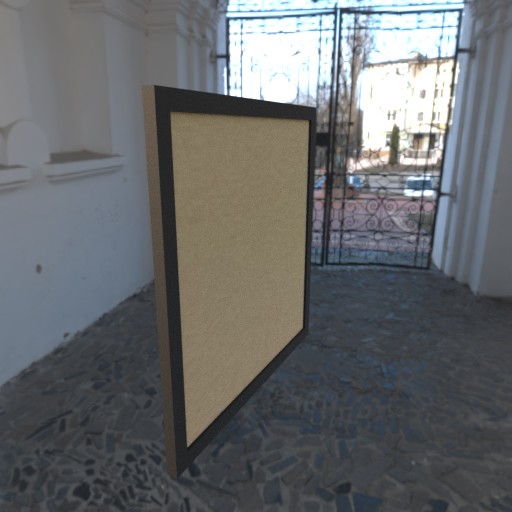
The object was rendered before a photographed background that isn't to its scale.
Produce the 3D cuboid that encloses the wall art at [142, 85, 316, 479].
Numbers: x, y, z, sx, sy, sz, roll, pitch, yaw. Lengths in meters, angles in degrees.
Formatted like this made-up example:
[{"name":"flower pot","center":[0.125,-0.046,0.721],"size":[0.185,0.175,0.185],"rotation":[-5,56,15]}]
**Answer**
[{"name":"wall art","center":[0.000,0.000,0.536],"size":[0.012,0.357,0.358],"rotation":[8,17,26]}]
